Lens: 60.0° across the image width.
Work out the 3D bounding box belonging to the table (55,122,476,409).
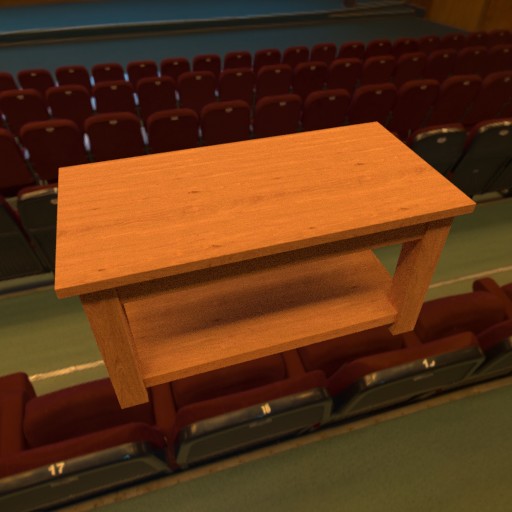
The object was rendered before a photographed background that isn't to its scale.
[{"bbox_3d":[0.000,0.000,1.206,0.899,0.452,0.450,-12,43,-13],"label":"table"}]
